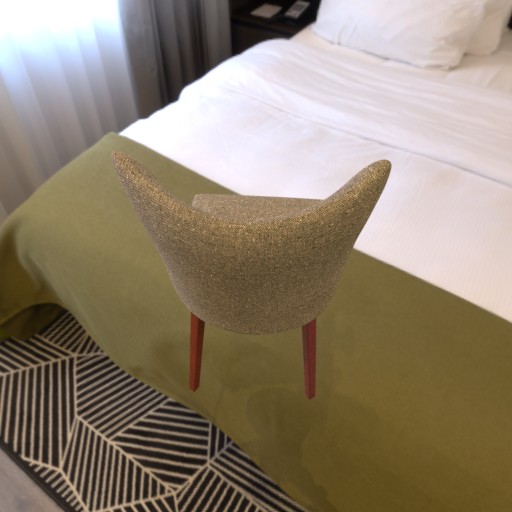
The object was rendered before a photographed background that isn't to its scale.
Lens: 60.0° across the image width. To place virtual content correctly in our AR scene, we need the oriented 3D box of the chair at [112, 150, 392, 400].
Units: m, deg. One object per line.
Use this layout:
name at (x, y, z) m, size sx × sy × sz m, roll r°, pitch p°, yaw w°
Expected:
chair at (0.000, 0.000, 1.287) m, size 0.535 × 0.924 × 0.623 m, roll 3°, pitch 47°, yaw 3°
